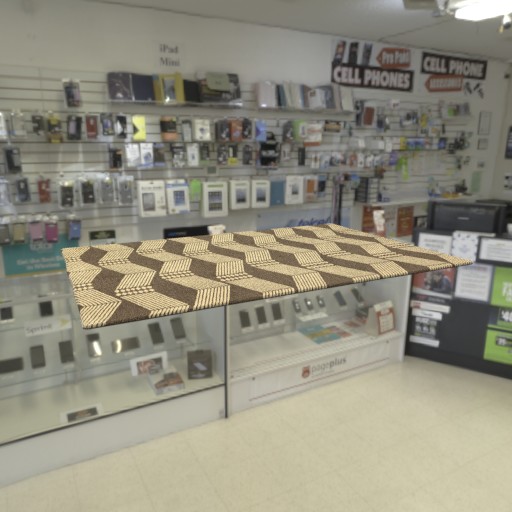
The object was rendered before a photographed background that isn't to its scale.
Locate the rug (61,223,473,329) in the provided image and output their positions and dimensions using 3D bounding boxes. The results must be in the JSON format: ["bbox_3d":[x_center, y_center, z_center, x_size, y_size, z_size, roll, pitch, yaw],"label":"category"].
[{"bbox_3d":[0.000,0.000,2.339,1.833,0.016,1.210,-7,16,-25],"label":"rug"}]
